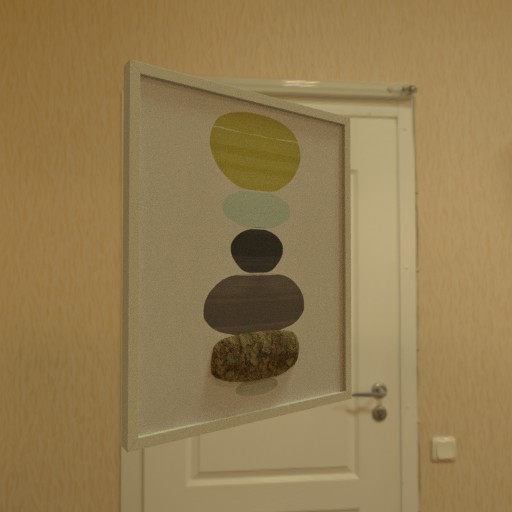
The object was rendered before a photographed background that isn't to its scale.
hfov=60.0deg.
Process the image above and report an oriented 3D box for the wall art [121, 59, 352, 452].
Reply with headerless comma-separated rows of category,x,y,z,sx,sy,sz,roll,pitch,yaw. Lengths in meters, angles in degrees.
wall art,0.000,0.000,1.041,0.611,0.763,0.055,1,-1,-34
